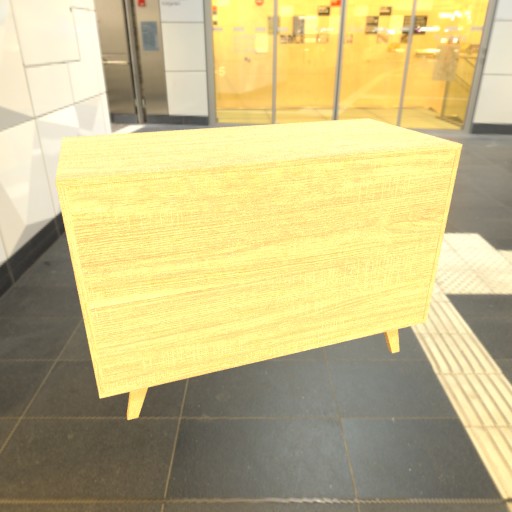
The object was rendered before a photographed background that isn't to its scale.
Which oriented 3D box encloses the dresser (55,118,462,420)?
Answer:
[{"bbox_3d":[0.000,0.000,1.518,1.110,0.780,0.500,-9,27,-18],"label":"dresser"}]
